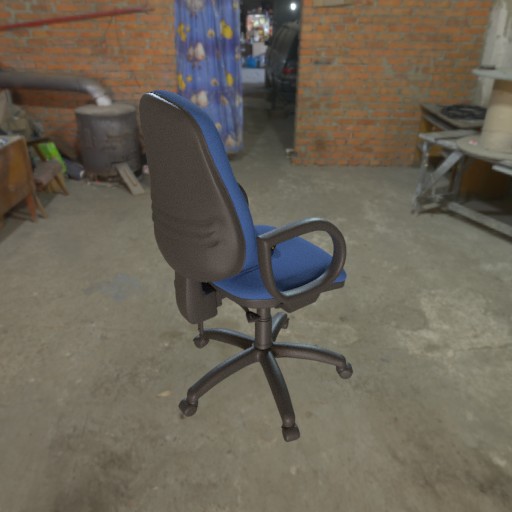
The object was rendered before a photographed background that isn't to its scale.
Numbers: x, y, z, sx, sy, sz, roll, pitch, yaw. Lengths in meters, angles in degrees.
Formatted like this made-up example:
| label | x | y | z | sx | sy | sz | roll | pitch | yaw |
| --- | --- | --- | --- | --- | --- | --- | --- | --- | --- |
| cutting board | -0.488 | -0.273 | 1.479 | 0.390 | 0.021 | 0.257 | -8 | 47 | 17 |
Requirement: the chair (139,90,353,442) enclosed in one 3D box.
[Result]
| label | x | y | z | sx | sy | sz | roll | pitch | yaw |
| --- | --- | --- | --- | --- | --- | --- | --- | --- | --- |
| chair | 0.000 | 0.000 | 1.243 | 0.549 | 0.905 | 0.552 | -19 | 33 | -31 |
